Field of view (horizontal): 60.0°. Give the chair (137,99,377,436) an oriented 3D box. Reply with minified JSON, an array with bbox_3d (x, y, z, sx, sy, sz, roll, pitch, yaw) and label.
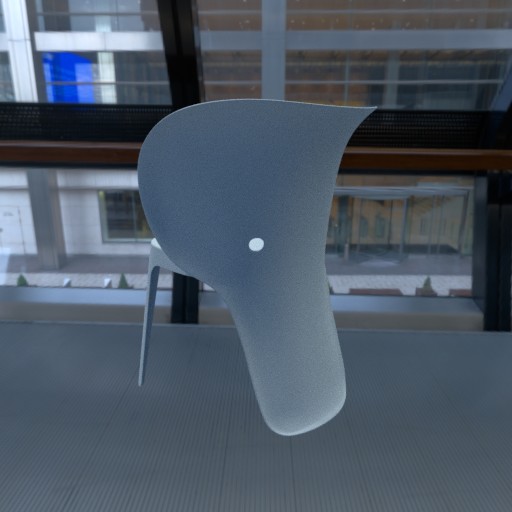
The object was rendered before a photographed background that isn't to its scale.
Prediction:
[{"bbox_3d":[0.000,0.000,0.869,0.451,0.554,0.402,-15,22,-42],"label":"chair"}]
